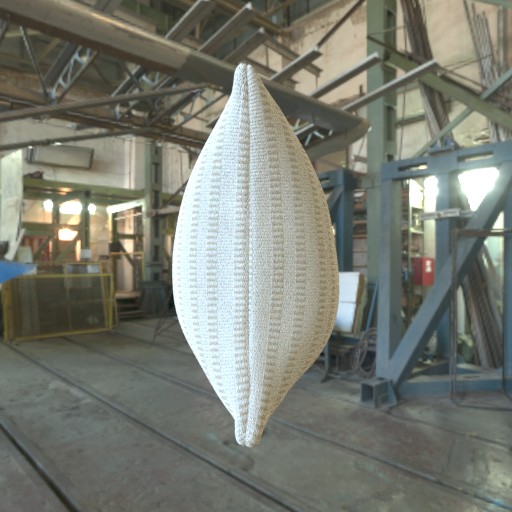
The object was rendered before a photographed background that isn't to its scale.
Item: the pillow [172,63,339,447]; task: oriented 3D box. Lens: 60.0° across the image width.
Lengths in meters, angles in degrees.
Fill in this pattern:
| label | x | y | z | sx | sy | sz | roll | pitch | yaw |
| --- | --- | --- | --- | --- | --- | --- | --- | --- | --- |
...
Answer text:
| label | x | y | z | sx | sy | sz | roll | pitch | yaw |
| --- | --- | --- | --- | --- | --- | --- | --- | --- | --- |
| pillow | 0.000 | 0.000 | 0.692 | 0.247 | 0.419 | 0.438 | 0 | 0 | 3 |
